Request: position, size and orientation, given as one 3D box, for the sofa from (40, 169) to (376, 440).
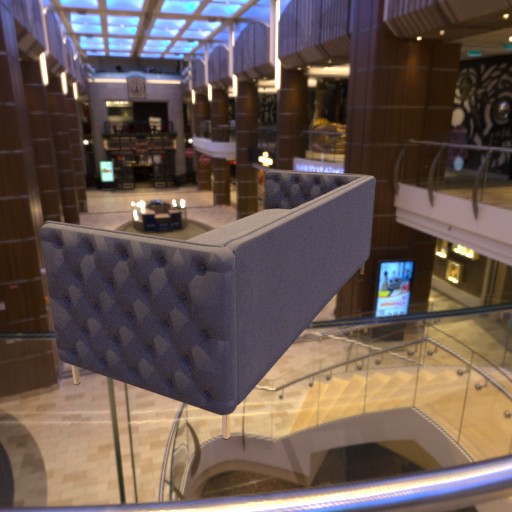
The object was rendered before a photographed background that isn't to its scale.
[{"bbox_3d":[0.000,0.000,2.614,0.895,0.771,2.209,9,19,26],"label":"sofa"}]
